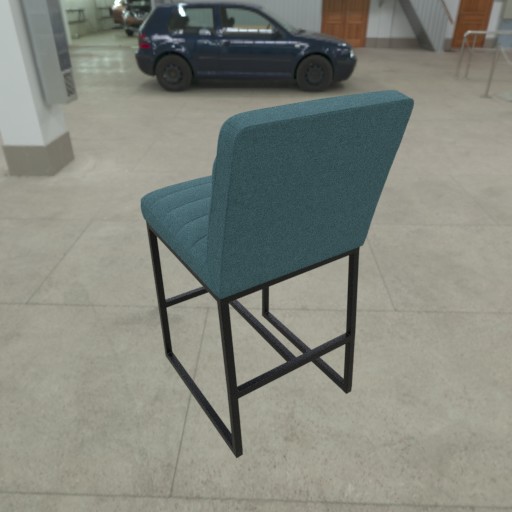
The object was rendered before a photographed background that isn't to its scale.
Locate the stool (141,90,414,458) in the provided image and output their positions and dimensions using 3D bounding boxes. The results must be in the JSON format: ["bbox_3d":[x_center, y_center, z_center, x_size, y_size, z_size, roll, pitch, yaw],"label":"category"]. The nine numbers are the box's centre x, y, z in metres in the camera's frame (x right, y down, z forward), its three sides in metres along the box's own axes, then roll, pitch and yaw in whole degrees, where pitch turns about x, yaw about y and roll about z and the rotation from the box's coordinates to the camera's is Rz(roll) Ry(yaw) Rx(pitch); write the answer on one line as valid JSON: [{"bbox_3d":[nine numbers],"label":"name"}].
[{"bbox_3d":[0.000,0.000,1.264,0.460,0.940,0.560,-19,36,-28],"label":"stool"}]
